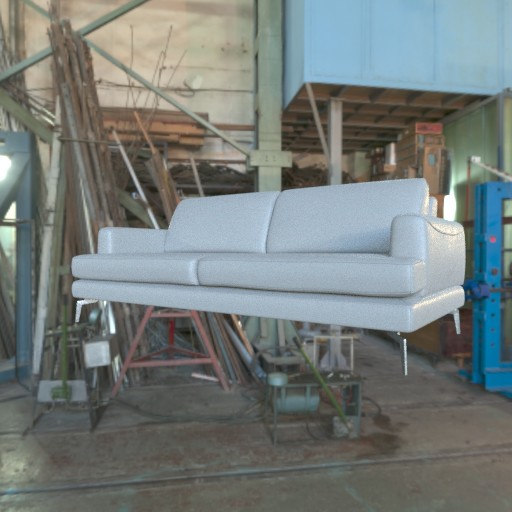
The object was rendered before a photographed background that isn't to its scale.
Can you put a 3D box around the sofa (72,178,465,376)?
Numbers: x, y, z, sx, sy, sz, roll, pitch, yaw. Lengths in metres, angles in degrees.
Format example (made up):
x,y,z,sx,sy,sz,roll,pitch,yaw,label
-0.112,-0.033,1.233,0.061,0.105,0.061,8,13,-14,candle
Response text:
x,y,z,sx,sy,sz,roll,pitch,yaw,label
0.000,0.000,2.380,1.940,0.765,0.974,1,1,35,sofa
